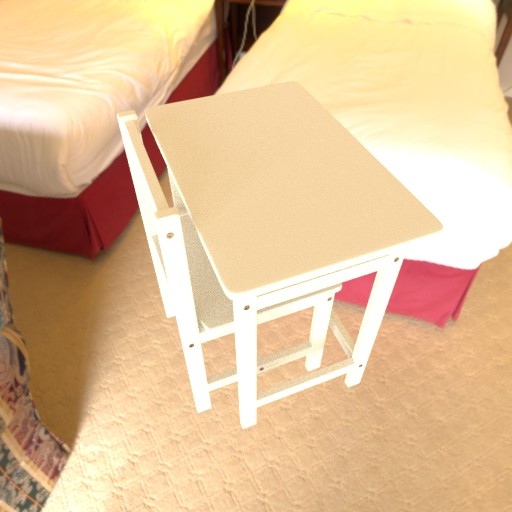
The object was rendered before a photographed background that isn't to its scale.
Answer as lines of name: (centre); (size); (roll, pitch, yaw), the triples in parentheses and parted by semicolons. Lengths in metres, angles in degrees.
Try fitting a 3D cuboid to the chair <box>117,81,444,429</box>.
chair: (0.000, 0.000, 1.075); (0.461, 0.673, 0.599); (-16, 49, -15)
